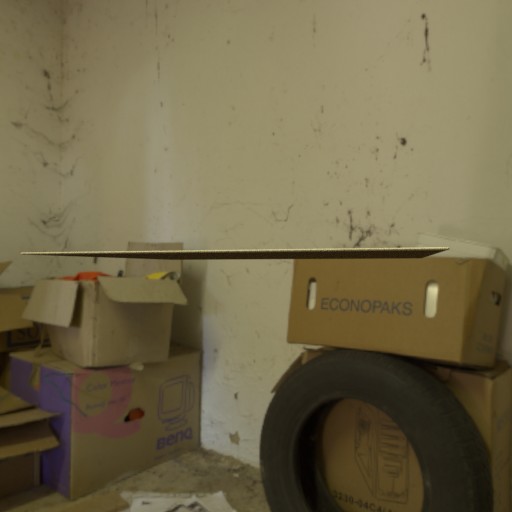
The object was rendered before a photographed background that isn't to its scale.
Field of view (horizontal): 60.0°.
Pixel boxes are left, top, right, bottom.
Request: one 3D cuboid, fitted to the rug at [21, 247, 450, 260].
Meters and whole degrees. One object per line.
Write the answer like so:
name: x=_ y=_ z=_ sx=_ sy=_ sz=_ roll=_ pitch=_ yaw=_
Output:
rug: x=0.000 y=0.000 z=4.125 sx=3.050 sy=0.015 sz=2.441 roll=0 pitch=-2 yaw=17
